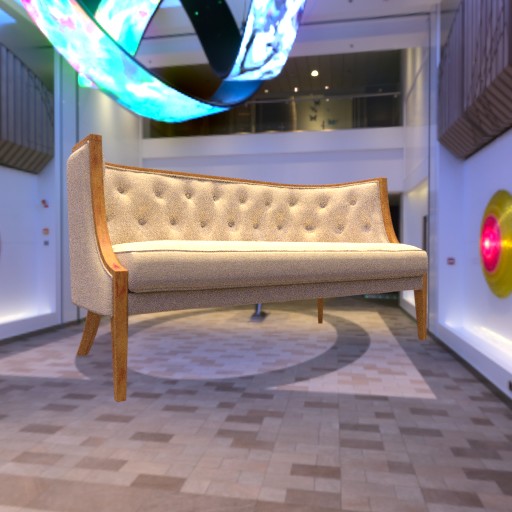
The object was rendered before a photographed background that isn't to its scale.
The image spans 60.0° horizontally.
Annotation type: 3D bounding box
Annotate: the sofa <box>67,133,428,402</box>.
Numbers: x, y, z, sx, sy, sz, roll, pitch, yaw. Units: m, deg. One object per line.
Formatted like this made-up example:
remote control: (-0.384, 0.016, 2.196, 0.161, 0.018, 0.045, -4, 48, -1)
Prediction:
sofa: (0.000, 0.000, 1.901, 1.474, 0.775, 0.770, -1, 1, -36)
